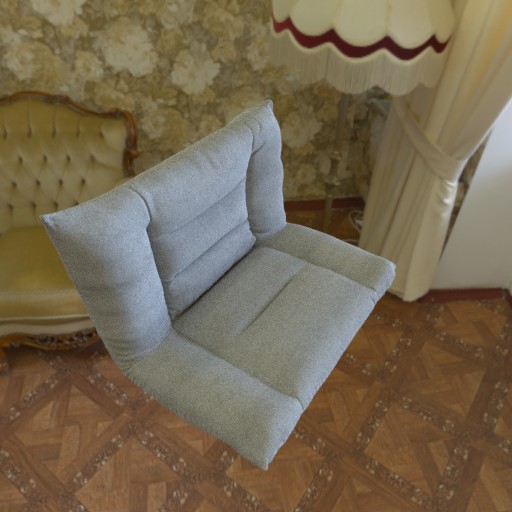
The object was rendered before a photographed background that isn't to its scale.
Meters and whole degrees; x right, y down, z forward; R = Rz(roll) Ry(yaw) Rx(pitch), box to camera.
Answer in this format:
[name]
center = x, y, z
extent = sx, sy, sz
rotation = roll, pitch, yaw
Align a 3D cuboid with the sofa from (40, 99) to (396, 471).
[sofa]
center = 0.000, 0.000, 1.699
extent = 0.847, 0.795, 1.144
rotation = 25, 47, 25
